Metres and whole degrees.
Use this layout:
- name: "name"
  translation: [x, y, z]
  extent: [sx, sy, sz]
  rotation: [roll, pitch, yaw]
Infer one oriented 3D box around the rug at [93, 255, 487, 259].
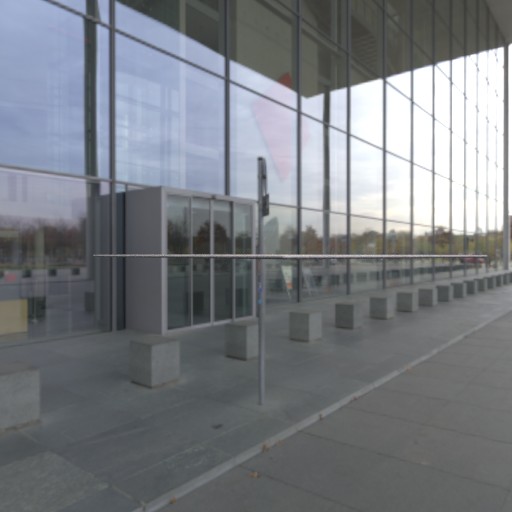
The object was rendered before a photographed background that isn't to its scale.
- name: "rug"
  translation: [0.000, 0.000, 3.084]
  extent: [1.524, 0.015, 2.438]
  rotation: [0, 0, -36]
